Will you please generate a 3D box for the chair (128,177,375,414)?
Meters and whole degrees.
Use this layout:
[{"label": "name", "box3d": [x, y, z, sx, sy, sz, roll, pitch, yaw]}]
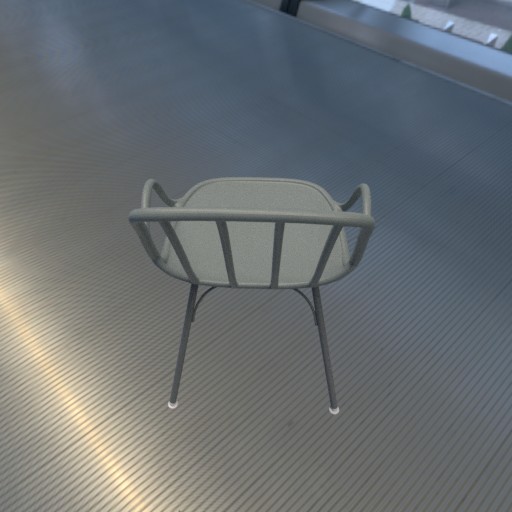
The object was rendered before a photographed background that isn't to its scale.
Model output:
[{"label": "chair", "box3d": [0.000, 0.000, 1.195, 0.549, 0.816, 0.597, 1, 46, 1]}]
